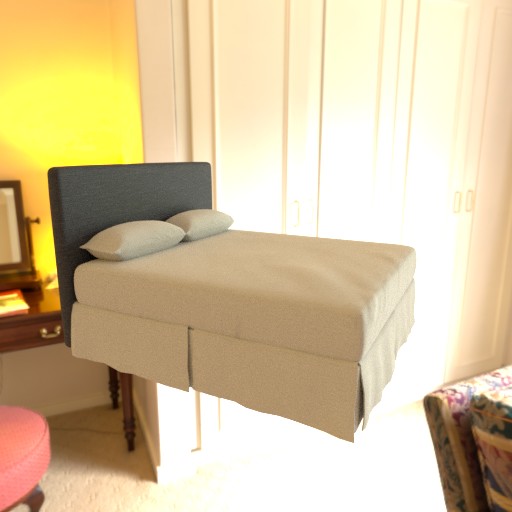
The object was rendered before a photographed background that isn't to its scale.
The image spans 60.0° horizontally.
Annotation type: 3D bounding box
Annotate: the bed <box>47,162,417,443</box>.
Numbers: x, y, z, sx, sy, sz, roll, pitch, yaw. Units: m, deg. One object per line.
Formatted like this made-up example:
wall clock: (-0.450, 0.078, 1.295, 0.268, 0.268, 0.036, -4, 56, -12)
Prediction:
bed: (0.000, 0.000, 3.286, 2.142, 1.330, 1.884, 7, 15, 27)
